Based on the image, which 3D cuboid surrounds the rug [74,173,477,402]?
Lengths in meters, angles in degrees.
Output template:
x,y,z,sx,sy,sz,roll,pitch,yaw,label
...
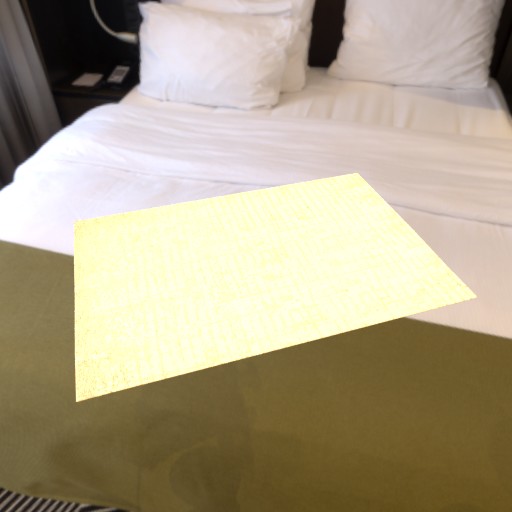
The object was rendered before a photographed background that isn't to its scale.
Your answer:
x,y,z,sx,sy,sz,roll,pitch,yaw,label
0.000,0.000,2.336,1.827,0.007,1.211,-12,42,-13,rug
